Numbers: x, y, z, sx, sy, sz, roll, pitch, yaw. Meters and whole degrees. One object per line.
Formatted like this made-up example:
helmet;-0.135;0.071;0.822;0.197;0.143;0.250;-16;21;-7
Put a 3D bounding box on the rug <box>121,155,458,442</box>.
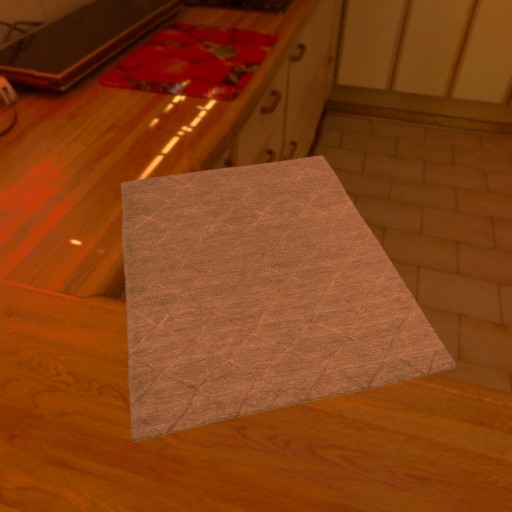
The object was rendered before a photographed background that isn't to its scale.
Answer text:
rug;0.000;0.000;4.190;2.438;0.013;3.048;-10;46;-10
